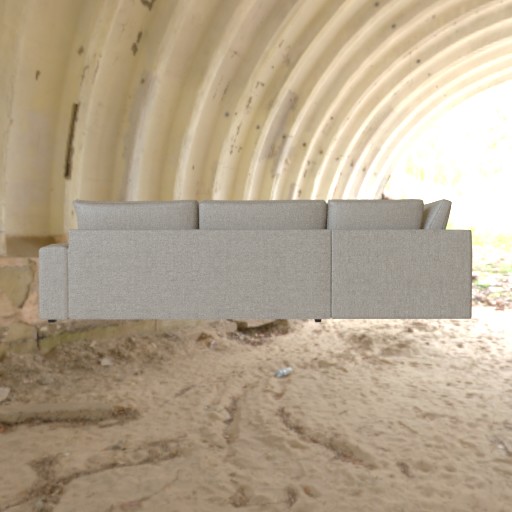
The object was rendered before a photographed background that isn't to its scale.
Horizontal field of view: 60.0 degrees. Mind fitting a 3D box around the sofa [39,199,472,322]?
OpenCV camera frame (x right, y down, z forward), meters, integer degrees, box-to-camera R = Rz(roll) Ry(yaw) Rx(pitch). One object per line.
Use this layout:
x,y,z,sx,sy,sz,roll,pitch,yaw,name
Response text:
0.000,0.000,4.092,2.742,0.800,2.622,0,1,0,sofa
